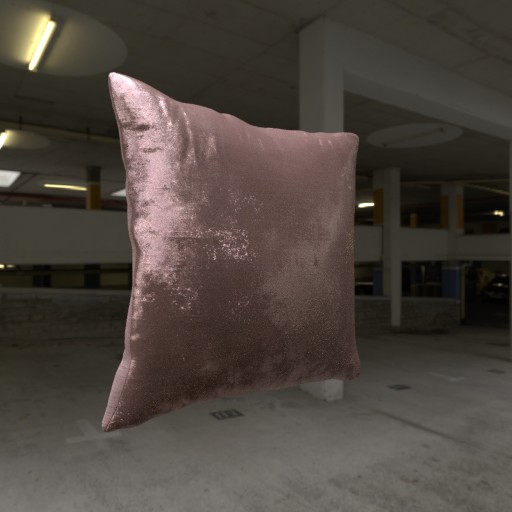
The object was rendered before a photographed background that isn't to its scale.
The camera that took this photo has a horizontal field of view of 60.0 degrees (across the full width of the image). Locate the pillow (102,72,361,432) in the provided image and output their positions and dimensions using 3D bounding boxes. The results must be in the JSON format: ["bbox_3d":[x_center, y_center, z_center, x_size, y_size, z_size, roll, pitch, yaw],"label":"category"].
[{"bbox_3d":[0.000,0.000,0.700,0.470,0.464,0.175,0,0,-35],"label":"pillow"}]
